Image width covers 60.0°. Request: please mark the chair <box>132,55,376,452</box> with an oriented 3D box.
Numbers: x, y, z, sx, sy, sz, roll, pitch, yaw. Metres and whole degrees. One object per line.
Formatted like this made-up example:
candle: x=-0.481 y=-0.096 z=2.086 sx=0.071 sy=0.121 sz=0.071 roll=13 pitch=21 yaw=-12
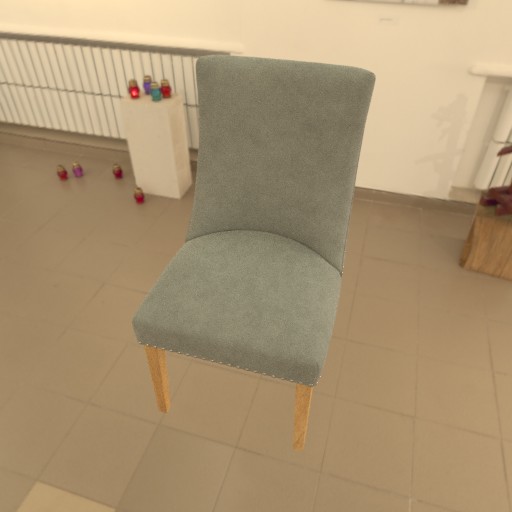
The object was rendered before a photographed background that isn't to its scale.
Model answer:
chair: x=0.000 y=0.000 z=1.245 sx=0.495 sy=0.902 sz=0.610 roll=11 pitch=41 yaw=13
